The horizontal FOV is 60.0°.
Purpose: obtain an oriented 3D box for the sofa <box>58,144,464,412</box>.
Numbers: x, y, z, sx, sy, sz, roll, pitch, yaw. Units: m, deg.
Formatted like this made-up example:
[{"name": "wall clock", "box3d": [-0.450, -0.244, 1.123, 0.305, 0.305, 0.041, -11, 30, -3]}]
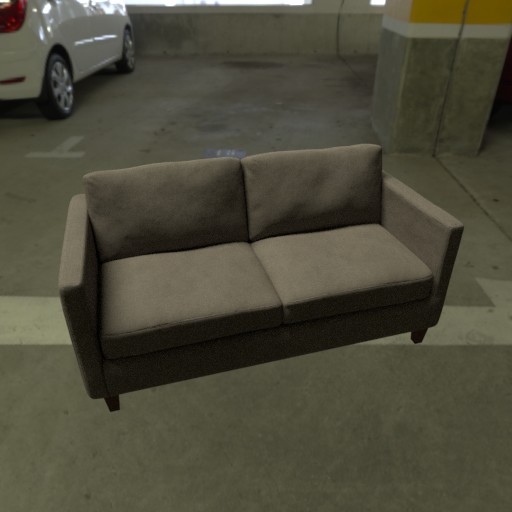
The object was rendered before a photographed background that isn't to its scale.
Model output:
[{"name": "sofa", "box3d": [0.000, 0.000, 2.428, 1.884, 0.963, 0.950, -9, 32, -14]}]
